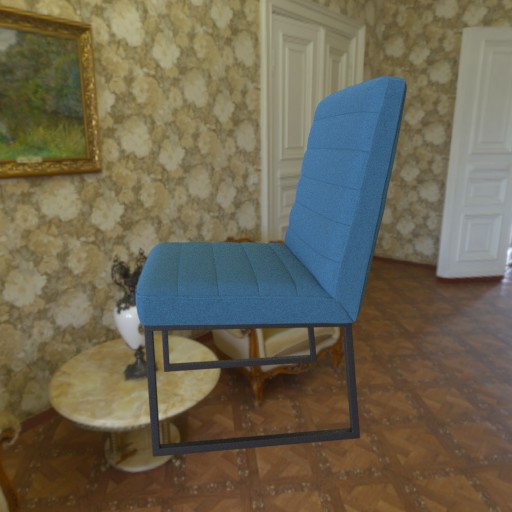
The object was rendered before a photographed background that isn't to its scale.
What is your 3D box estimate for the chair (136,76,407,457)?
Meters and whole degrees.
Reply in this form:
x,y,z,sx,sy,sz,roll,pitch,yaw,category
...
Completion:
x,y,z,sx,sy,sz,roll,pitch,yaw,category
0.000,0.000,1.286,0.634,0.930,0.520,-2,14,-7,chair
